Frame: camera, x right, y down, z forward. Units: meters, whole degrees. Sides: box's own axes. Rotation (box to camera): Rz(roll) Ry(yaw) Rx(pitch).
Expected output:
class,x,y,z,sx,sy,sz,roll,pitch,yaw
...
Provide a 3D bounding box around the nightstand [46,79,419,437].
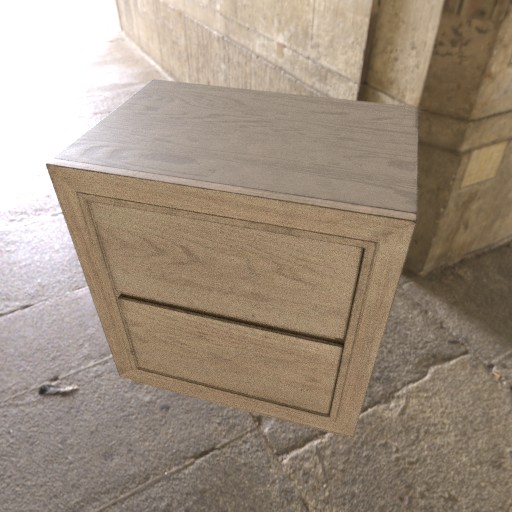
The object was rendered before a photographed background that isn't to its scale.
class,x,y,z,sx,sy,sz,roll,pitch,yaw
nightstand,0.000,0.000,1.085,0.612,0.673,0.483,10,42,12
